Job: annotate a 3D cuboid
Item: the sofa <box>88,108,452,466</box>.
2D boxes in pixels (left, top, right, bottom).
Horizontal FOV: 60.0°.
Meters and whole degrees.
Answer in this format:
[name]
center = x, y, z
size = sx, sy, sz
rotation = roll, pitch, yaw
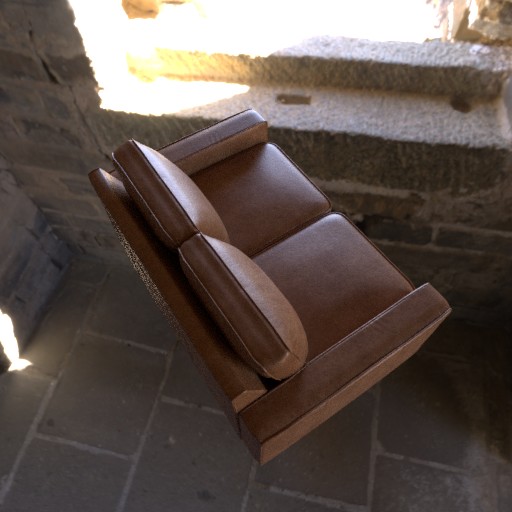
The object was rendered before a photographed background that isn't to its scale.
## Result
[sofa]
center = 0.000, 0.000, 2.154
size = 1.020, 0.896, 1.532
rotation = -30, 63, -17
